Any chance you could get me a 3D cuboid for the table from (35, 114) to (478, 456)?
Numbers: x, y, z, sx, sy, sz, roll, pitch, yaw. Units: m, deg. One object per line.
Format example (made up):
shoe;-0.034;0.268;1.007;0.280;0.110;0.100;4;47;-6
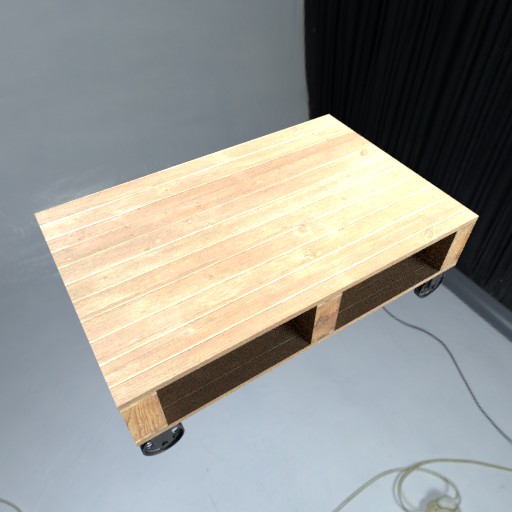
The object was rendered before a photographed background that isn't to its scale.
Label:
table;0.000;0.000;1.685;1.299;0.413;0.827;-24;51;-22
